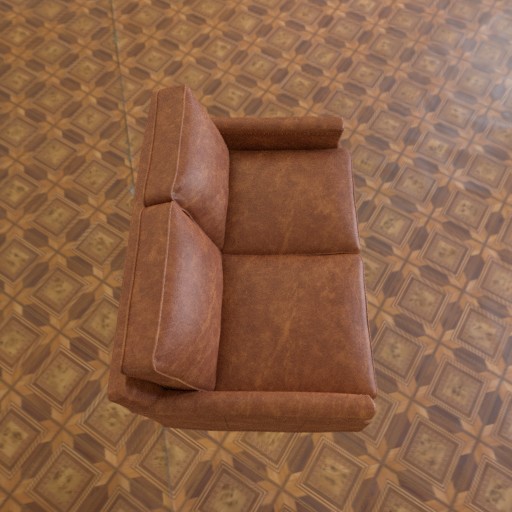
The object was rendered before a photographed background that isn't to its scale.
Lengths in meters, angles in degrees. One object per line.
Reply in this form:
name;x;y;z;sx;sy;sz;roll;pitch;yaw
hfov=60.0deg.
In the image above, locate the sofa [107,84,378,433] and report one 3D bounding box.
sofa;0.000;0.000;2.223;1.084;1.003;1.597;0;64;0
